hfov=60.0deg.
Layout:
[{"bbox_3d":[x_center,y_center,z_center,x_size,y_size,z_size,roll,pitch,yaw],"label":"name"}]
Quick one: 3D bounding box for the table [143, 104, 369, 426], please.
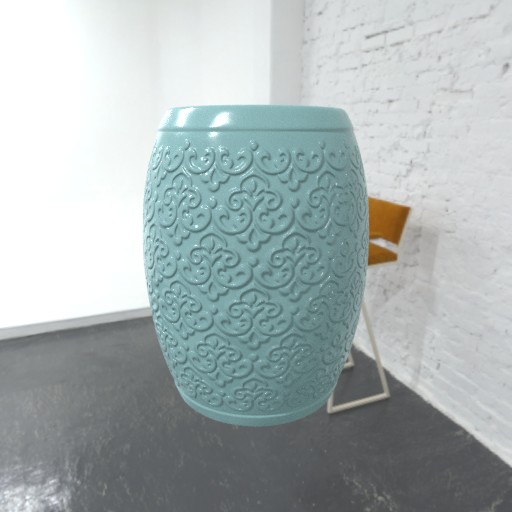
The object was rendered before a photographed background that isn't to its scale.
[{"bbox_3d":[0.000,0.000,0.630,0.309,0.397,0.309,0,16,0],"label":"table"}]
